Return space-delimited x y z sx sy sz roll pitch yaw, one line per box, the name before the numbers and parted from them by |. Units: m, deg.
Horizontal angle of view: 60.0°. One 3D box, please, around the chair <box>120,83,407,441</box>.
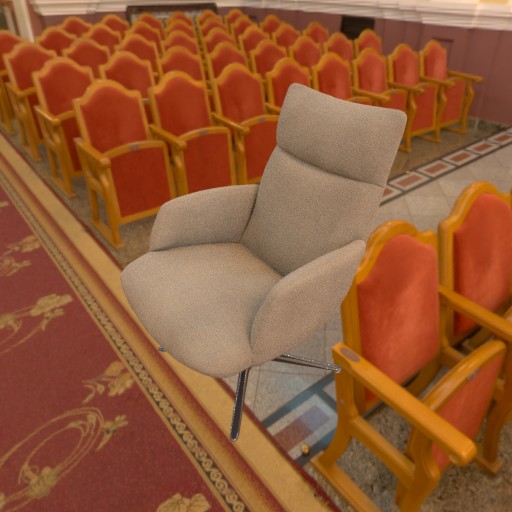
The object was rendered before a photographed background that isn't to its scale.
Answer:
chair | 0.000 0.000 1.606 0.889 1.016 0.711 -23 39 -31
